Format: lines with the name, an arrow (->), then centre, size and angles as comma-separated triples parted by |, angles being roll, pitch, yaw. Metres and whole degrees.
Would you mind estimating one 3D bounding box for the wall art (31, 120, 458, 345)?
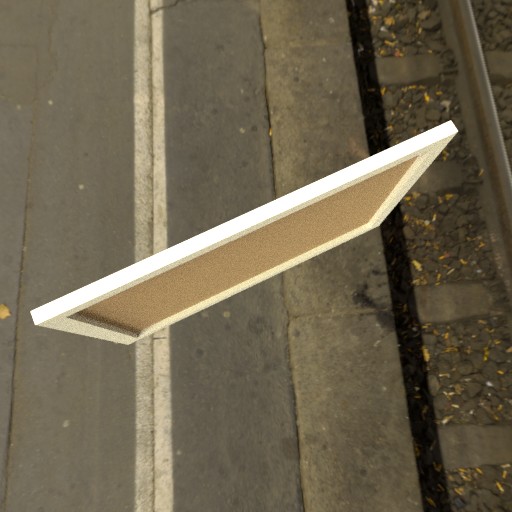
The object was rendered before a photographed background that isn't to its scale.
wall art -> 0.000, 0.000, 1.456 | 1.144, 0.767, 0.038 | -25, 77, -6
